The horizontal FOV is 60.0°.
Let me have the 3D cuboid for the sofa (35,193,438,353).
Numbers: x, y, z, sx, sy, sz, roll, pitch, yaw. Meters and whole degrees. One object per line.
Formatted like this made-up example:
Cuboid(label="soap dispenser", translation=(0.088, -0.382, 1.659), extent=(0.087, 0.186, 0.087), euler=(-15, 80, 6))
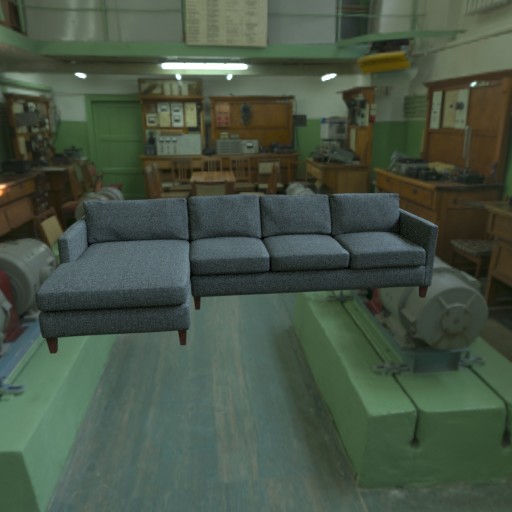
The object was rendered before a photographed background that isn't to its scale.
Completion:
Cuboid(label="sofa", translation=(0.000, 0.000, 4.144), extent=(3.485, 0.960, 1.635), euler=(-2, 17, -7))
